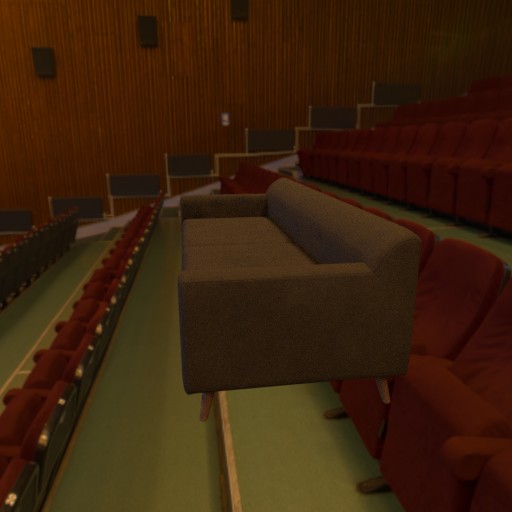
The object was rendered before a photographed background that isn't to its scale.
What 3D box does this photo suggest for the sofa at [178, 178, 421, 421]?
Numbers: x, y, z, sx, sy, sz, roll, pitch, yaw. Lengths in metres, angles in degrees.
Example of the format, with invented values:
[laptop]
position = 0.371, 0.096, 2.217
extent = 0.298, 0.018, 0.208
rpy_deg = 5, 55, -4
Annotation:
[sofa]
position = 0.000, 0.000, 2.683
extent = 0.900, 0.740, 2.190
rpy_deg = -2, 16, -9
